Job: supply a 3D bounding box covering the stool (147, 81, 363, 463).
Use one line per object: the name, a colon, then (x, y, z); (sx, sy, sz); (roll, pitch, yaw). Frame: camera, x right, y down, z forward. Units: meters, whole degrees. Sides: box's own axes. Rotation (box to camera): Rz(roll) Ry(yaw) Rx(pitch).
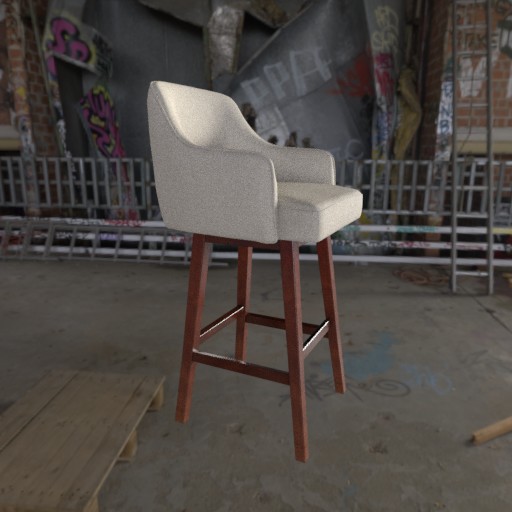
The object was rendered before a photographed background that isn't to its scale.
stool: (0.000, 0.000, 1.397); (0.560, 1.041, 0.550); (7, 16, 25)
